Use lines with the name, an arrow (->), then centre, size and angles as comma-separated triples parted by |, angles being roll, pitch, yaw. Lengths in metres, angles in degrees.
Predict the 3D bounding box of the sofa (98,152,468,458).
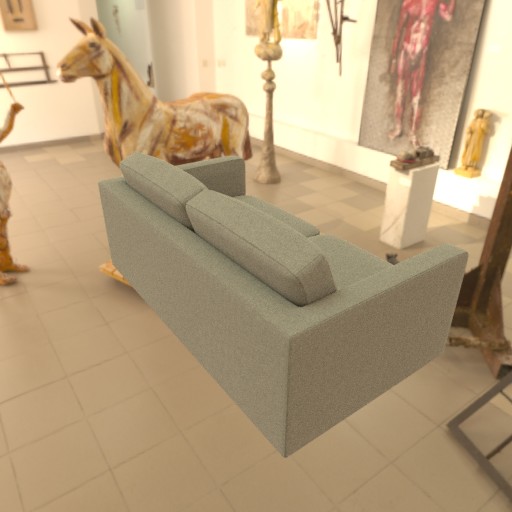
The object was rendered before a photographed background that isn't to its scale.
sofa -> 0.000, 0.000, 2.308 | 1.000, 0.900, 1.731 | -19, 34, -31
